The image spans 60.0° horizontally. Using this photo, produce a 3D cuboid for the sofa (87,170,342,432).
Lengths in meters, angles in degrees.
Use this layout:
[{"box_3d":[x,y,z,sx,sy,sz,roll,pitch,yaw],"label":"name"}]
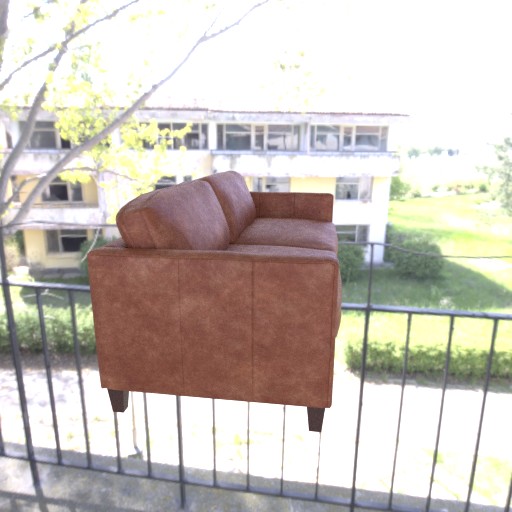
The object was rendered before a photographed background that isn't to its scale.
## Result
[{"box_3d":[0.000,0.000,2.489,0.923,0.863,1.971,2,15,9],"label":"sofa"}]
